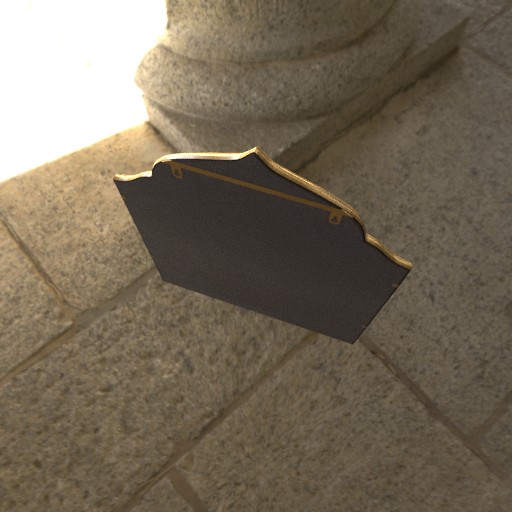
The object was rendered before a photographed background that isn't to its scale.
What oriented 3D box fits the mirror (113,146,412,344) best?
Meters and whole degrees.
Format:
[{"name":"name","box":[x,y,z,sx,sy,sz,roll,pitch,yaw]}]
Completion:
[{"name":"mirror","box":[0.000,0.000,0.846,0.513,0.635,0.018,17,66,8]}]
